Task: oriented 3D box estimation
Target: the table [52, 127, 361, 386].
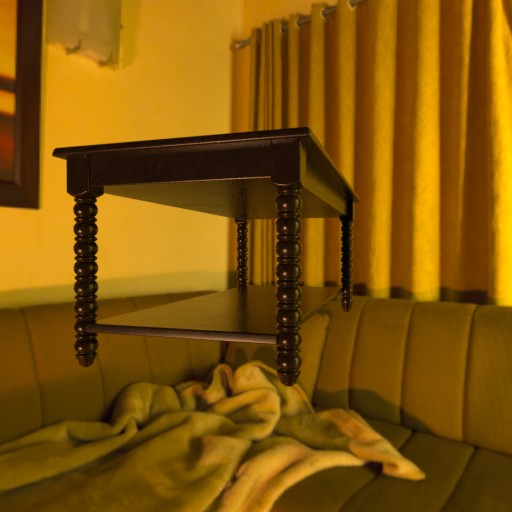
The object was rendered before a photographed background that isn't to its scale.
[{"bbox_3d":[0.000,0.000,1.443,0.580,0.487,1.171,0,1,17],"label":"table"}]
